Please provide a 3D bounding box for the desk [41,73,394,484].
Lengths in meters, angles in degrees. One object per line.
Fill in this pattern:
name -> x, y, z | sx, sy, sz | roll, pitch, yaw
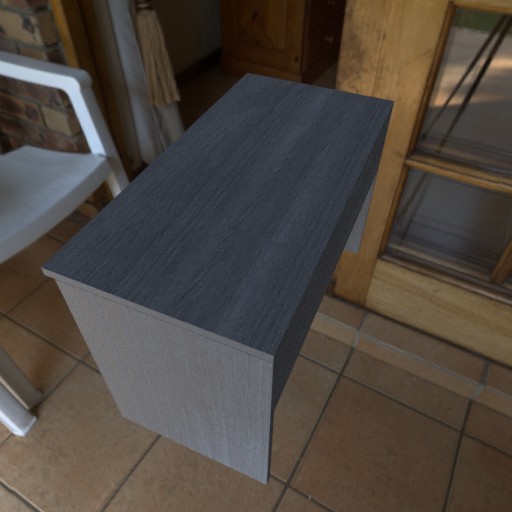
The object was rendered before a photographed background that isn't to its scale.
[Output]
desk -> 0.000, 0.000, 1.515 | 0.557, 0.729, 1.099 | 18, 48, 16
